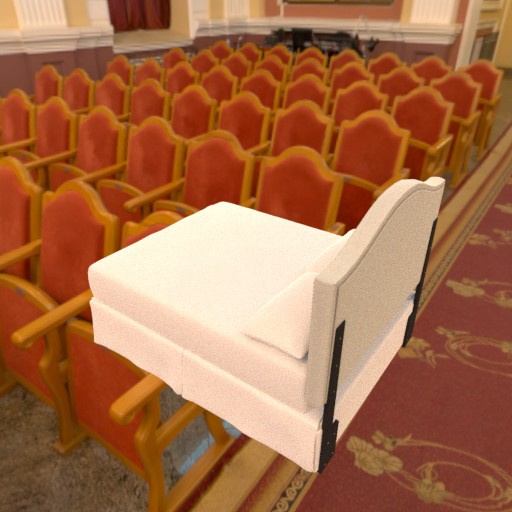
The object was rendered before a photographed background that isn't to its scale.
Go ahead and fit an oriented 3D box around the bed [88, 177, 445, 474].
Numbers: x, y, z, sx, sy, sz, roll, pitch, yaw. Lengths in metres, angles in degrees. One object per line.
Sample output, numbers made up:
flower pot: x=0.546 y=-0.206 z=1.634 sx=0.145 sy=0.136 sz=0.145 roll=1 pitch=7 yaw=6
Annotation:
bed: x=0.000 y=0.000 z=3.445 sx=2.180 sy=1.607 sz=1.813 roll=20 pitch=35 yaw=31
